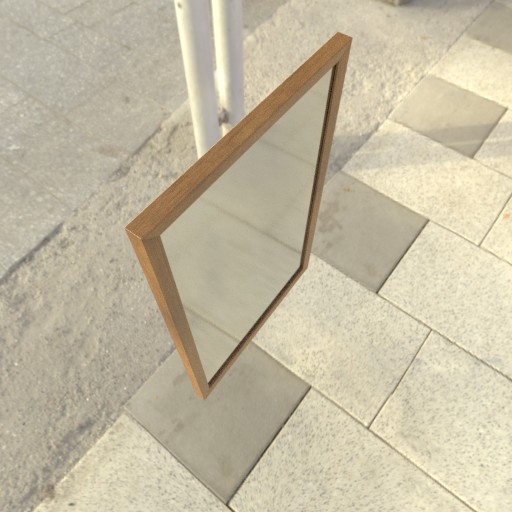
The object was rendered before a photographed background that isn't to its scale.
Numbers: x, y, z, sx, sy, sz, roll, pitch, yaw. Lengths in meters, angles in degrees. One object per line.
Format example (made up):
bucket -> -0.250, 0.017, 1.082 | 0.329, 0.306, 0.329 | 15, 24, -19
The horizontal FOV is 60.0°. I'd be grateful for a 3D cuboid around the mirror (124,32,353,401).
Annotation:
mirror -> 0.000, 0.000, 1.158 | 0.040, 0.915, 0.609 | 32, 63, 18
